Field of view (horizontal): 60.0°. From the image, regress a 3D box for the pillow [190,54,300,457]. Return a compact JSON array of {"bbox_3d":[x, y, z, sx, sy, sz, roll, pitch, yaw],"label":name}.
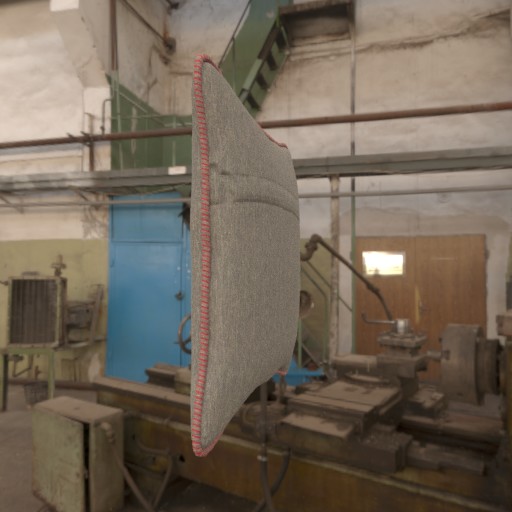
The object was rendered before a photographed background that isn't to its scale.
[{"bbox_3d":[0.000,0.000,0.744,0.124,0.491,0.482,0,-2,17],"label":"pillow"}]
